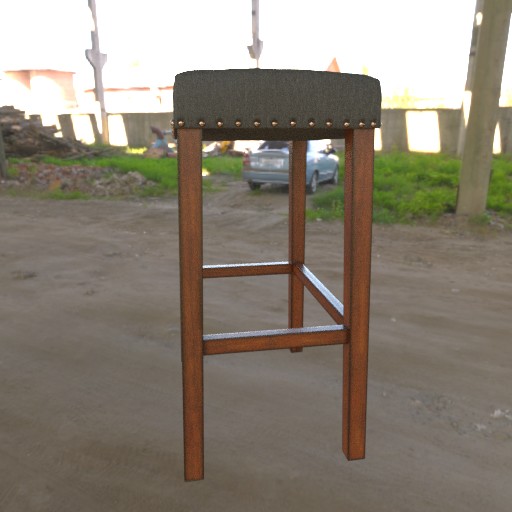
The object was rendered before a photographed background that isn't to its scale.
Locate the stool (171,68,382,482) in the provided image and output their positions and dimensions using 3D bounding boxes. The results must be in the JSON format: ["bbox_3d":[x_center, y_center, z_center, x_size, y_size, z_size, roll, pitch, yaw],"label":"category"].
[{"bbox_3d":[0.000,0.000,1.017,0.366,0.748,0.502,-3,16,-10],"label":"stool"}]
